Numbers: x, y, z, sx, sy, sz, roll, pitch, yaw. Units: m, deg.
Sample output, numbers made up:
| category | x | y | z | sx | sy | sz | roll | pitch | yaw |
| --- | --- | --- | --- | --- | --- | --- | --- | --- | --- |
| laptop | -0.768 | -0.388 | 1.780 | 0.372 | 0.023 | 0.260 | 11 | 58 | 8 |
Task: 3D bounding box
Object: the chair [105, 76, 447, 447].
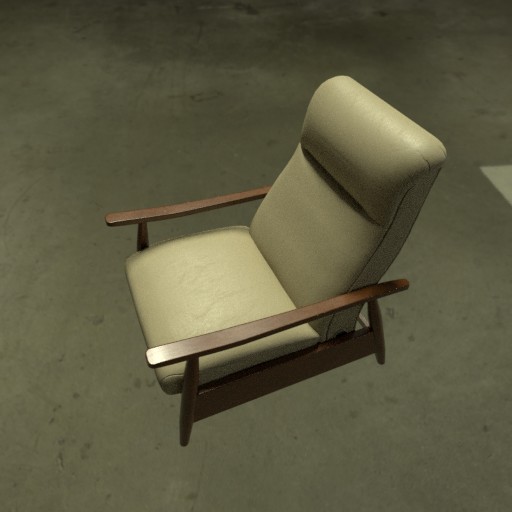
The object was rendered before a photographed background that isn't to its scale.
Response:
| category | x | y | z | sx | sy | sz | roll | pitch | yaw |
| --- | --- | --- | --- | --- | --- | --- | --- | --- | --- |
| chair | 0.000 | 0.000 | 1.744 | 1.014 | 1.082 | 0.762 | -17 | 47 | -16 |
